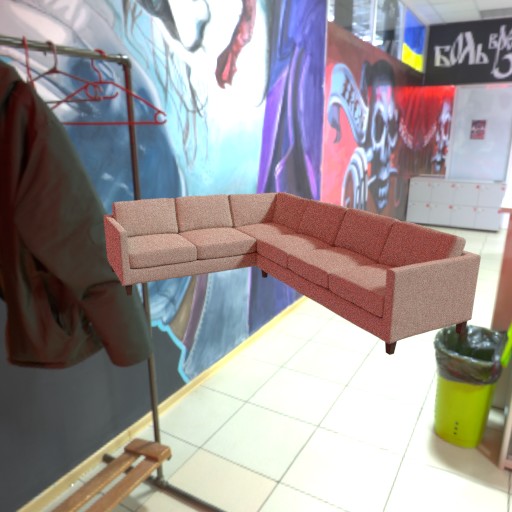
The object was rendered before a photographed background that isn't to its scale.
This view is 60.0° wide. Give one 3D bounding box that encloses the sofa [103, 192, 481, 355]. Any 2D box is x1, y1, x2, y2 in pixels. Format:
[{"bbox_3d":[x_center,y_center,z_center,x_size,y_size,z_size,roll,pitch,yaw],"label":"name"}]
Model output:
[{"bbox_3d":[0.000,0.000,4.418,2.432,0.863,3.182,-8,18,-26],"label":"sofa"}]
